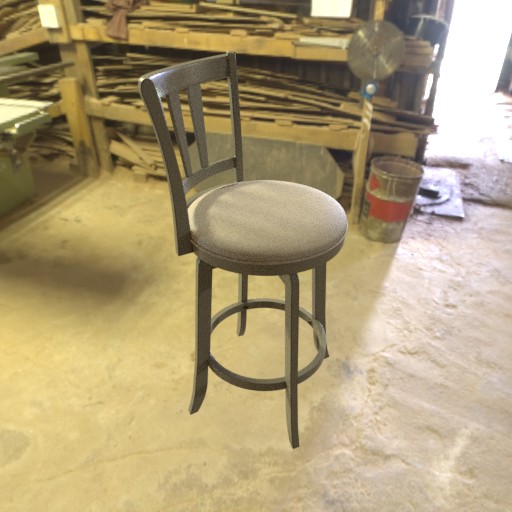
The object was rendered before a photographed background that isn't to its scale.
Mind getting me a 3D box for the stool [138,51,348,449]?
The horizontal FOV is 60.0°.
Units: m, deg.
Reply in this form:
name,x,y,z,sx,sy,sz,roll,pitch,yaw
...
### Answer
name,x,y,z,sx,sy,sz,roll,pitch,yaw
stool,0.000,0.000,1.248,0.486,0.994,0.450,11,34,18
